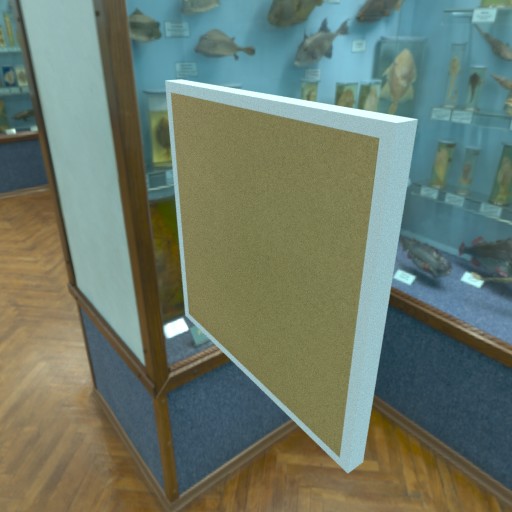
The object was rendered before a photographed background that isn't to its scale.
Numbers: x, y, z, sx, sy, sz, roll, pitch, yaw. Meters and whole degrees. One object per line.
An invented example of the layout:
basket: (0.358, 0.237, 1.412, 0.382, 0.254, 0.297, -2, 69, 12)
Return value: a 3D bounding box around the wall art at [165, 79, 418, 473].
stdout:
wall art: (0.000, 0.000, 0.445, 0.020, 0.307, 0.307, -18, 32, -32)
